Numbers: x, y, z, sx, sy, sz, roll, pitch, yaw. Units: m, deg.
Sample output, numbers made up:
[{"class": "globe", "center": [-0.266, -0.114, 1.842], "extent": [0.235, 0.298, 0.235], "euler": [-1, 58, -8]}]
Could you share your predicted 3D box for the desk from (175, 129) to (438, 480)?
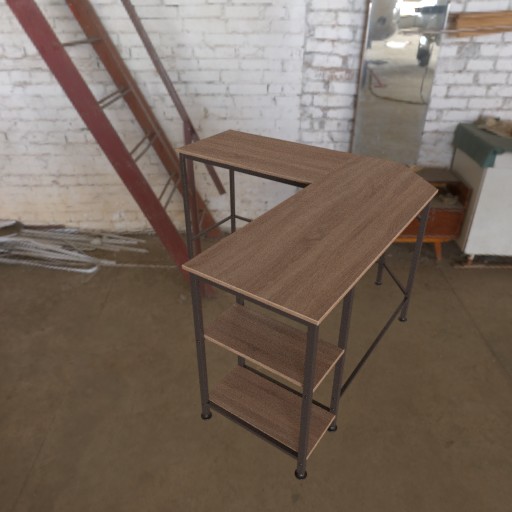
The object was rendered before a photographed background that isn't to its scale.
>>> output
[{"class": "desk", "center": [0.000, 0.000, 2.209], "extent": [1.379, 0.739, 1.379], "euler": [20, 36, 30]}]
